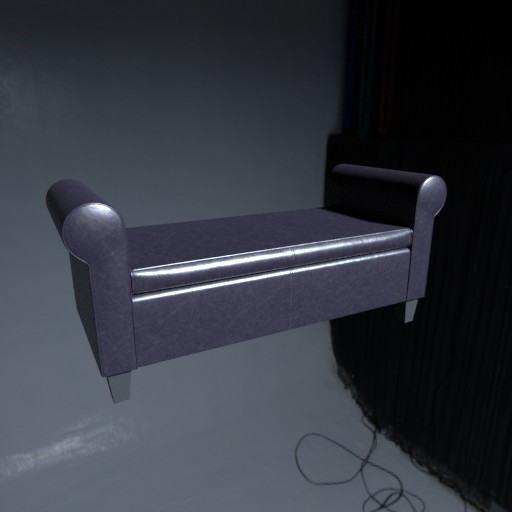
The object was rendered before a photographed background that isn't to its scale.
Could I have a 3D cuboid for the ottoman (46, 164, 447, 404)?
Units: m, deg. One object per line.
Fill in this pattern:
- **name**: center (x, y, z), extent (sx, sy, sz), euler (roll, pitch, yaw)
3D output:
- **ottoman**: center (0.000, 0.000, 1.547), extent (1.256, 0.547, 0.521), euler (-9, 19, -27)
